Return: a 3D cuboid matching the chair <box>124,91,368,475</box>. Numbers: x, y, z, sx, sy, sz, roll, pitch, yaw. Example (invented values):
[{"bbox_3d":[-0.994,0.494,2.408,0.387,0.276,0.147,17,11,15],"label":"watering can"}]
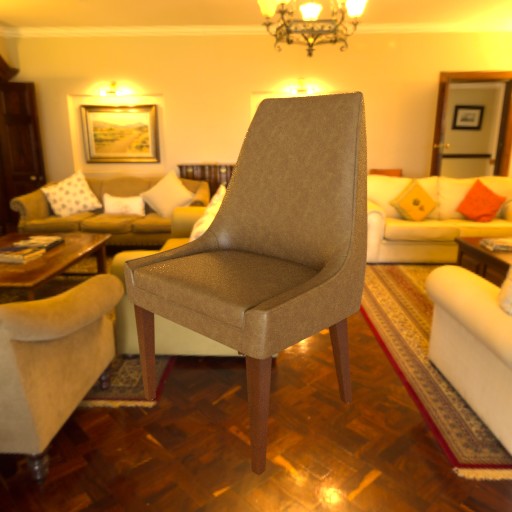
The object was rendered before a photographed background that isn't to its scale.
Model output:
[{"bbox_3d":[0.000,0.000,1.215,0.529,0.861,0.544,14,20,41],"label":"chair"}]
